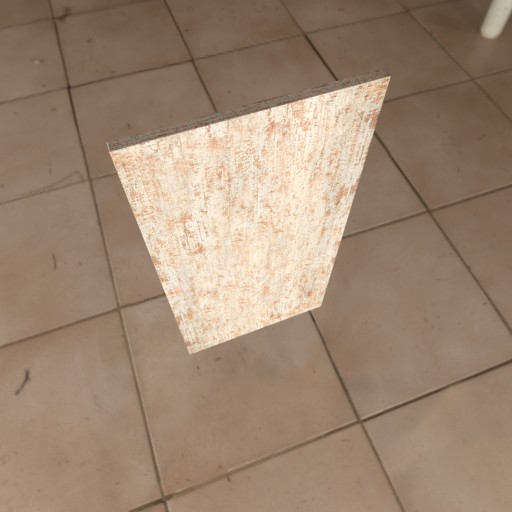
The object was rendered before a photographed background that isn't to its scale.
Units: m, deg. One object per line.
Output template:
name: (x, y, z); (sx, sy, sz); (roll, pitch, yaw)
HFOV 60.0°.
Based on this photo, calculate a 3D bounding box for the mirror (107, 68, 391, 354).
mirror: (0.000, 0.000, 1.096); (0.472, 0.922, 0.027); (-19, 61, -11)
